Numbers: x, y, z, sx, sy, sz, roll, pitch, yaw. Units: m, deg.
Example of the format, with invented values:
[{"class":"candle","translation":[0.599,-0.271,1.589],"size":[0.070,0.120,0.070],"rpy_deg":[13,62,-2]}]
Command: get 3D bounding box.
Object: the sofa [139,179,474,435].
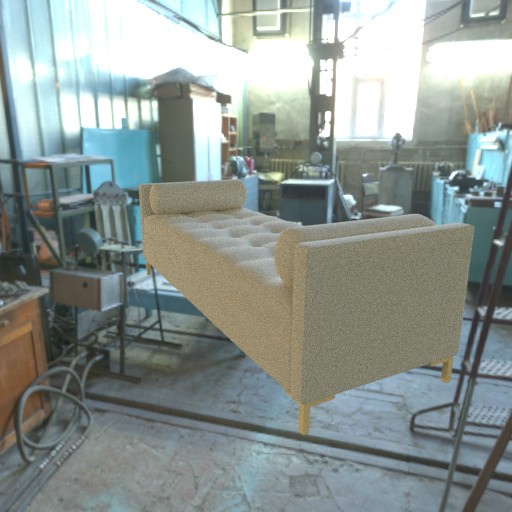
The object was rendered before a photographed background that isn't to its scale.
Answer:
[{"class":"sofa","translation":[0.000,0.000,2.323],"size":[0.746,0.641,1.985],"rpy_deg":[-8,17,-27]}]
